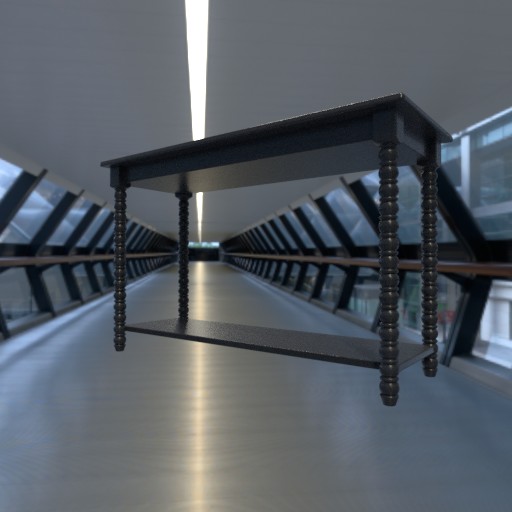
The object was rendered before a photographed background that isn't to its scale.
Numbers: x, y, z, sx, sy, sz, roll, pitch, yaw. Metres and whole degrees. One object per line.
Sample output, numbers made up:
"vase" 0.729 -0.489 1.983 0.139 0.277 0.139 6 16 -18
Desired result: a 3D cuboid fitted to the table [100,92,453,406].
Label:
"table" 0.000 0.000 1.536 1.184 0.735 0.459 -1 -1 37
